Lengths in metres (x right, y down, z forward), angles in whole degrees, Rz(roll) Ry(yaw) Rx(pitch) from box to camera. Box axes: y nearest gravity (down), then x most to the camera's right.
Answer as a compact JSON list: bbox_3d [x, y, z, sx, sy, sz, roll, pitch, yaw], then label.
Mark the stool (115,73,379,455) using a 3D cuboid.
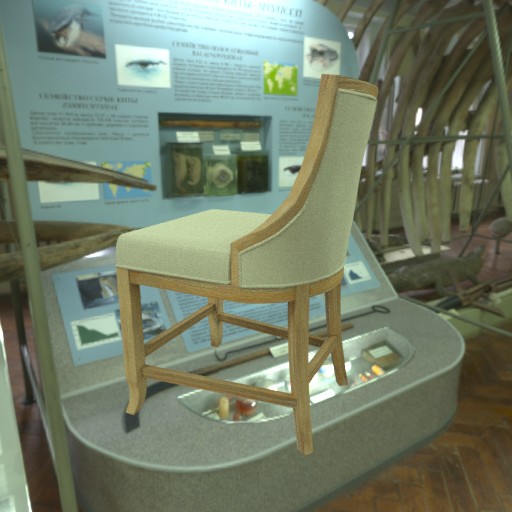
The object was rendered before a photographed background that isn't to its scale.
[{"bbox_3d":[0.000,0.000,1.319,0.626,0.938,0.524,7,17,25],"label":"stool"}]
